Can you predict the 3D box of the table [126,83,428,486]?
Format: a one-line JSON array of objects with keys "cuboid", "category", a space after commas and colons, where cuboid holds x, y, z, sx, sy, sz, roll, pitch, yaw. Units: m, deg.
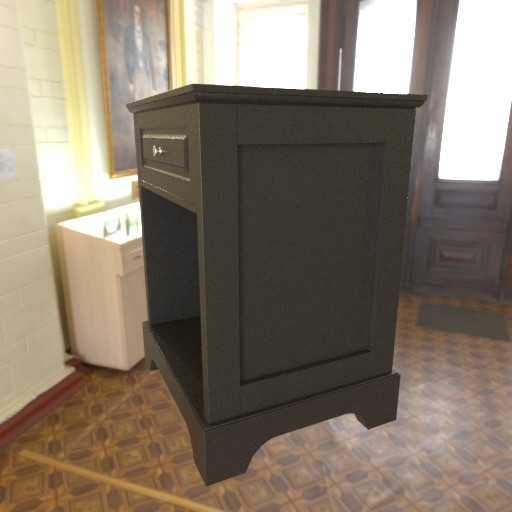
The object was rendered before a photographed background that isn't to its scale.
[{"cuboid": [0.000, 0.000, 0.915, 0.399, 0.610, 0.460, -7, 17, -25], "category": "table"}]
